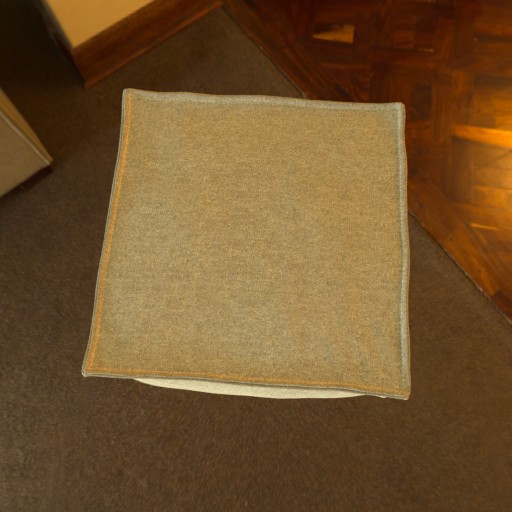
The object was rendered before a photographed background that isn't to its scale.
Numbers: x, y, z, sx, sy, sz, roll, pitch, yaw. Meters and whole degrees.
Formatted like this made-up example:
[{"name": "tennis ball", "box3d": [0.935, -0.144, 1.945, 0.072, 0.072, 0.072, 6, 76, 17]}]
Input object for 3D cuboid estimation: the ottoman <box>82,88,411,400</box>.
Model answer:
[{"name": "ottoman", "box3d": [0.000, 0.000, 1.170, 0.696, 0.470, 0.707, 3, 75, 1]}]
